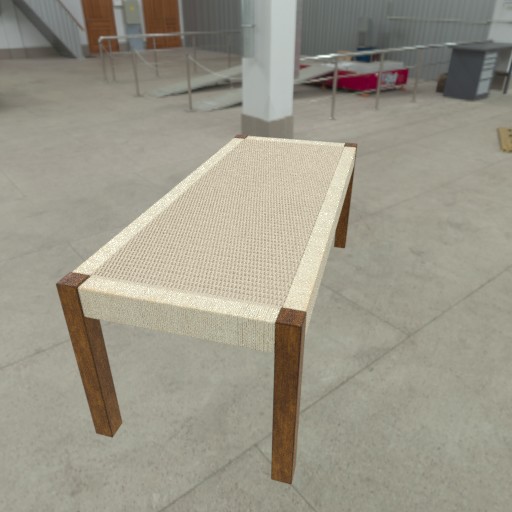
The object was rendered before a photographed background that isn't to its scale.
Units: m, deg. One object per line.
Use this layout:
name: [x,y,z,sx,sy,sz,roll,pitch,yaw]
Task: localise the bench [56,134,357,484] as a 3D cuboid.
bench: [0.000,0.000,1.452,0.507,0.457,1.198,8,31,14]
